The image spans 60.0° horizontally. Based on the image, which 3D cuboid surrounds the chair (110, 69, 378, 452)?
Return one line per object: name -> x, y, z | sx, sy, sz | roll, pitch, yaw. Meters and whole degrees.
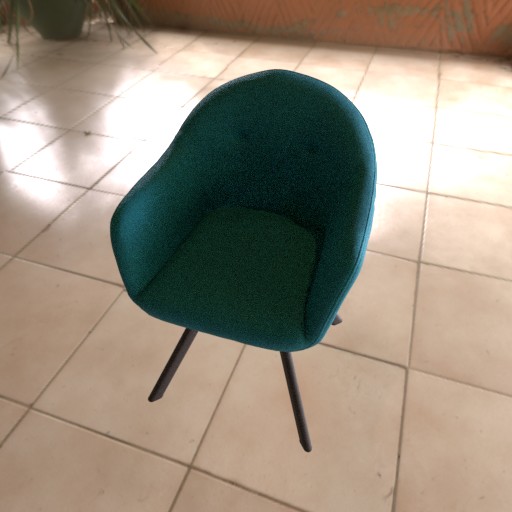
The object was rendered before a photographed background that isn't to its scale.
chair -> 0.000, 0.000, 1.162 | 0.545, 0.775, 0.565 | 12, 43, 13
